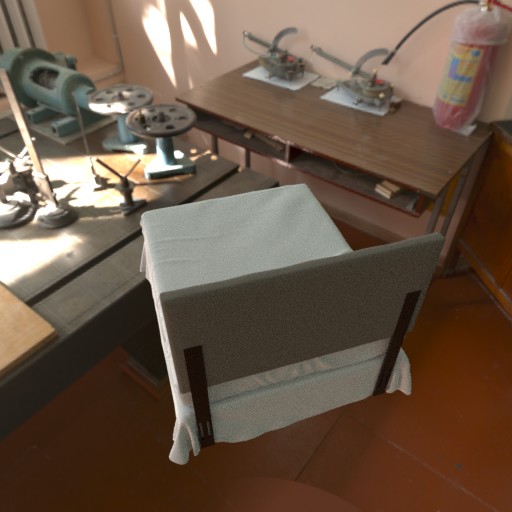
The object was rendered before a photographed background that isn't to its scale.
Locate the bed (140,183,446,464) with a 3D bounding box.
[{"bbox_3d":[0.000,0.000,3.571,1.936,1.577,2.222,-12,43,-13],"label":"bed"}]
